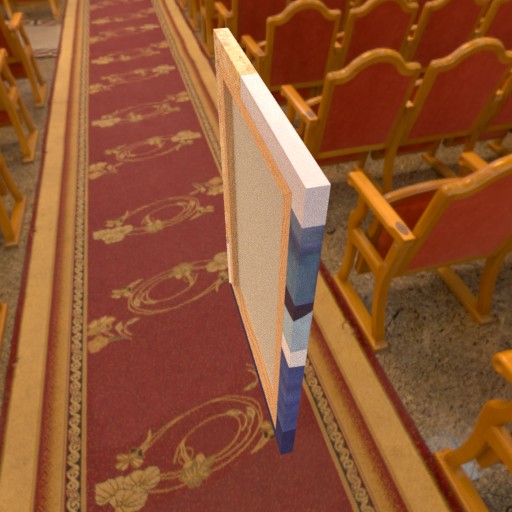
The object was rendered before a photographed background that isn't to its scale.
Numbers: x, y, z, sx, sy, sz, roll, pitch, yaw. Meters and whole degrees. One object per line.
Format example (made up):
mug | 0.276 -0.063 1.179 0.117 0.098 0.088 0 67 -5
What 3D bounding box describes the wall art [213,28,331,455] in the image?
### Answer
wall art | 0.000 0.000 0.785 0.026 0.613 0.458 -11 45 -11
